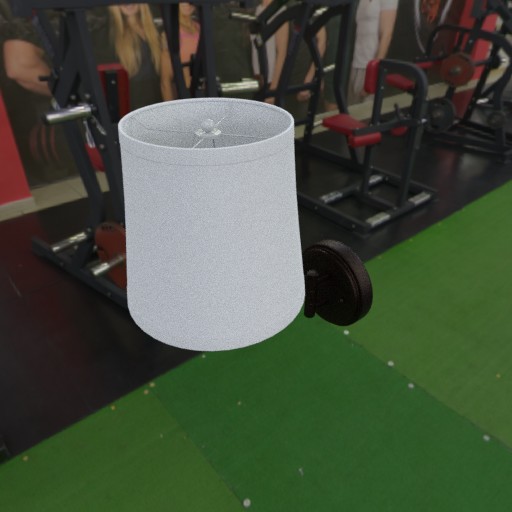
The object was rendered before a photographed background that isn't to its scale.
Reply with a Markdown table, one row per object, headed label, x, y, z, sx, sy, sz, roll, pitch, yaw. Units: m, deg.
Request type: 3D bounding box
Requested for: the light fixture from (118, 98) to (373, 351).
| label | x | y | z | sx | sy | sz | roll | pitch | yaw |
| --- | --- | --- | --- | --- | --- | --- | --- | --- | --- |
| light fixture | 0.000 | 0.000 | 0.264 | 0.157 | 0.172 | 0.100 | -23 | 40 | -31 |
